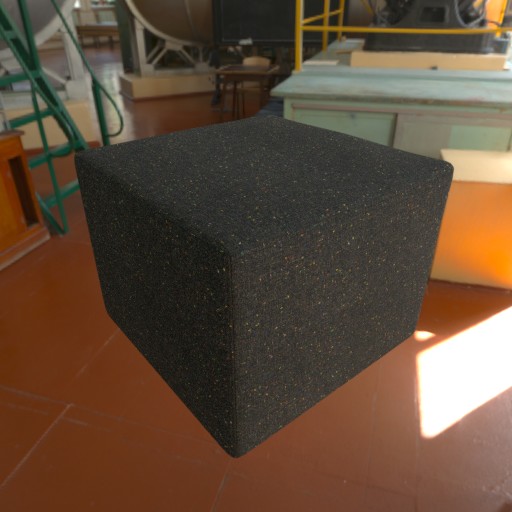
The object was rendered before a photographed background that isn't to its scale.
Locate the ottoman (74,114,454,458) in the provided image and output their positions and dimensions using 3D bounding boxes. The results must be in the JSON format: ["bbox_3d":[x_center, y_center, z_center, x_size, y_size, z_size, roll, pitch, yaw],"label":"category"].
[{"bbox_3d":[0.000,0.000,0.895,0.508,0.432,0.508,-22,37,-33],"label":"ottoman"}]
